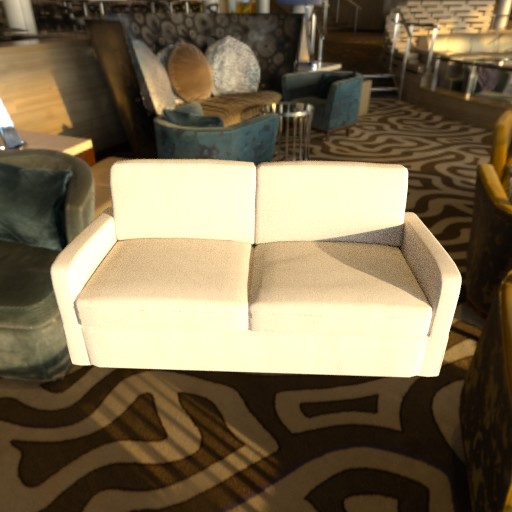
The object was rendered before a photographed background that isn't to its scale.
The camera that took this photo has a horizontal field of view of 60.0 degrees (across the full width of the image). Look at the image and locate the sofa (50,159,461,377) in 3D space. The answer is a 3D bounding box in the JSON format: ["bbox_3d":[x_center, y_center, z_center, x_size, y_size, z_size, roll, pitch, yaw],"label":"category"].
[{"bbox_3d":[0.000,0.000,2.325,1.808,0.831,0.894,1,30,2],"label":"sofa"}]
